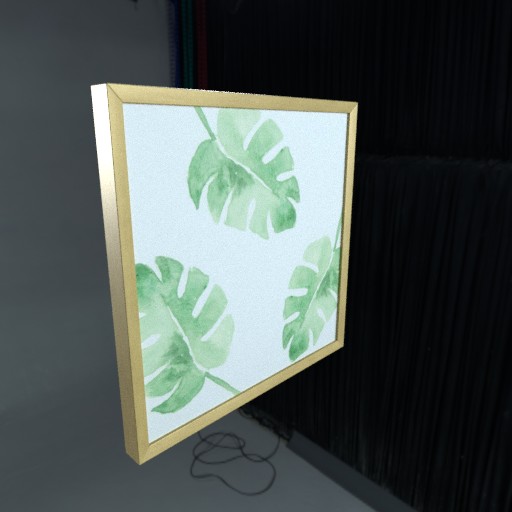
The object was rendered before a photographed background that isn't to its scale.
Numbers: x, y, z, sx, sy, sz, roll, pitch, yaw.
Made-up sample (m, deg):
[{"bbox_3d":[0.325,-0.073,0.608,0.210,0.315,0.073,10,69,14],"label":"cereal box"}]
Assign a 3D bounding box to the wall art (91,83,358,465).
[{"bbox_3d":[0.000,0.000,0.745,0.038,0.508,0.508,15,22,43],"label":"wall art"}]
